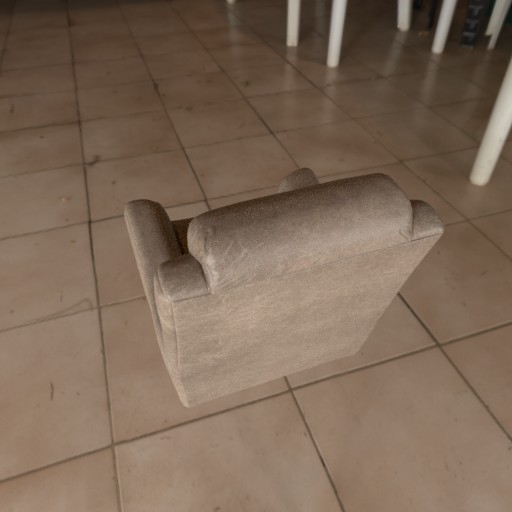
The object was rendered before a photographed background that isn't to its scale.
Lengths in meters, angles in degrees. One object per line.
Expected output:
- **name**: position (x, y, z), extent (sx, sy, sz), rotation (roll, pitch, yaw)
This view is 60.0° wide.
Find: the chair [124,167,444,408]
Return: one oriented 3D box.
- **chair**: position (0.000, 0.000, 1.868), extent (0.967, 1.116, 1.068), rotation (-14, 44, -15)
